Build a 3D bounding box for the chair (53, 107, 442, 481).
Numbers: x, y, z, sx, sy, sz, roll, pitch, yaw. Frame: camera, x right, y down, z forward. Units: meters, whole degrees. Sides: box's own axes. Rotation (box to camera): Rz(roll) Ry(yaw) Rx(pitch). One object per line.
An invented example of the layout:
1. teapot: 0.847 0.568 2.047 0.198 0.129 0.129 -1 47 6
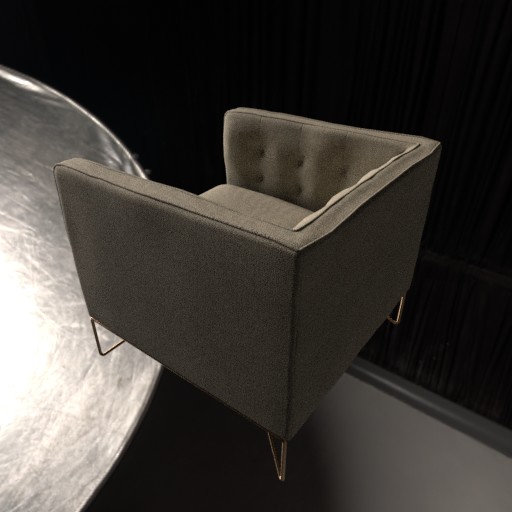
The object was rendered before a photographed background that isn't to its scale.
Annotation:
1. chair: 0.000 0.000 1.607 0.912 0.799 0.920 22 38 31
